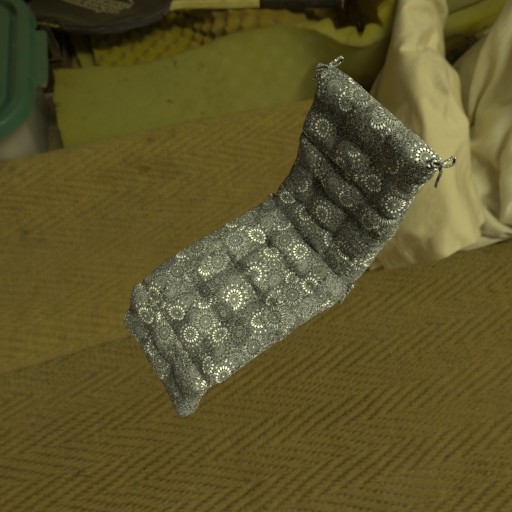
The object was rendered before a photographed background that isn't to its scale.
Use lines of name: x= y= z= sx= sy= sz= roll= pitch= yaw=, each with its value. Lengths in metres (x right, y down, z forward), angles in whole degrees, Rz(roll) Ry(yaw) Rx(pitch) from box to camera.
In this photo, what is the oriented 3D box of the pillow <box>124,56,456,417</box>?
pillow: x=0.000 y=0.000 z=1.526 sx=1.016 sy=0.863 sz=0.526 roll=-32 pitch=67 yaw=-15
